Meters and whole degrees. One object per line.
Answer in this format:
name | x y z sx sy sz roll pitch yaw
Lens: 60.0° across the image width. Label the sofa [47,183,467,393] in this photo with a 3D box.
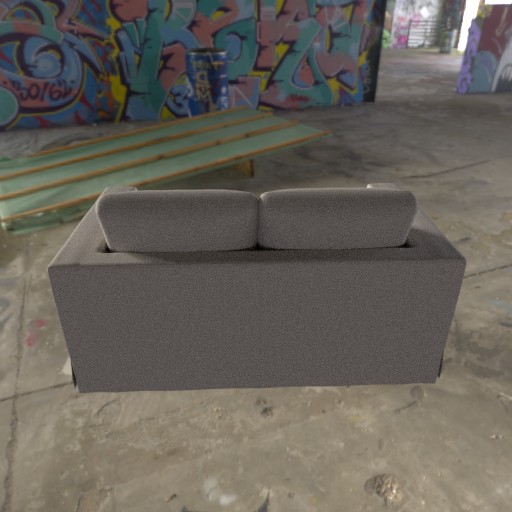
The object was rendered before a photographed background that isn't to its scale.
sofa | 0.000 0.000 2.394 1.813 0.932 1.009 -1 29 -2
